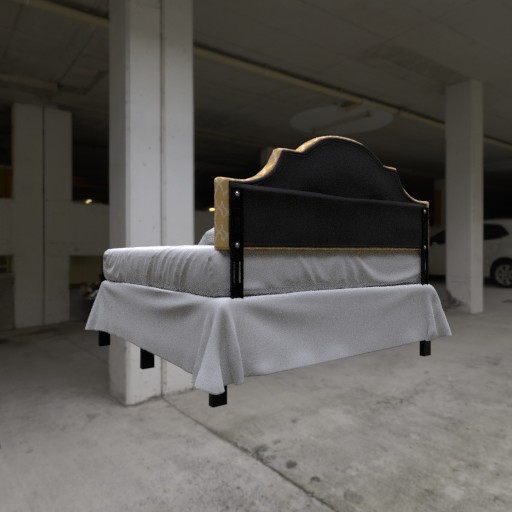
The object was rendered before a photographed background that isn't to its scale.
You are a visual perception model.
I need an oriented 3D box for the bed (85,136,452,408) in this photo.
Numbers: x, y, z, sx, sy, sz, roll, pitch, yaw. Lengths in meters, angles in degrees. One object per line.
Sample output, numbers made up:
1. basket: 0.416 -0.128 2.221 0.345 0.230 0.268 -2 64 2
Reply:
1. bed: 0.000 0.000 3.742 2.314 1.601 2.222 0 1 -37
